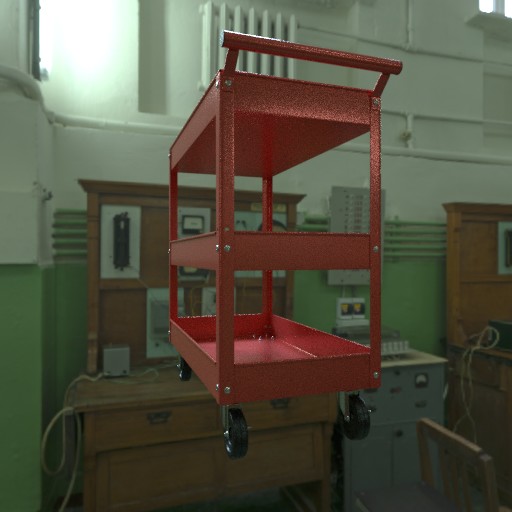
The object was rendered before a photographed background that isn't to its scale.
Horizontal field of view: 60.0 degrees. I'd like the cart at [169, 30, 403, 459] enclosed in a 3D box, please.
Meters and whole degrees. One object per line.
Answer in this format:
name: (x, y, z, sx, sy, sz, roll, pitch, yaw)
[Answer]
cart: (0.000, 0.000, 1.155, 0.366, 0.780, 0.719, 0, 0, -19)
